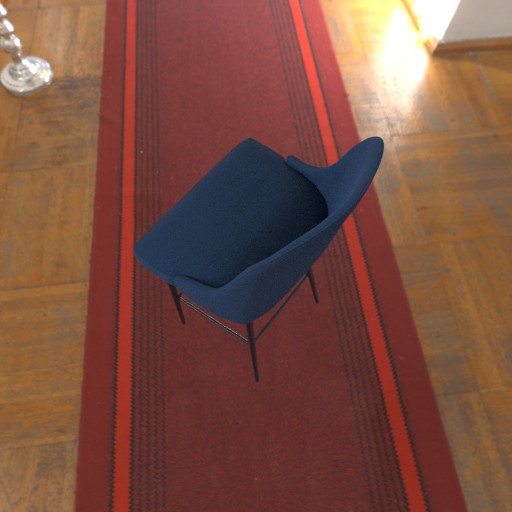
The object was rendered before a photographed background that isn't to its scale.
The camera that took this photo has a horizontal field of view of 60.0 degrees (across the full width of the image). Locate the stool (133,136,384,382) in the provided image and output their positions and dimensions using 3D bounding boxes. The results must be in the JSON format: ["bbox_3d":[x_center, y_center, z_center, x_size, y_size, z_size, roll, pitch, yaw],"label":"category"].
[{"bbox_3d":[0.000,0.000,1.369,0.489,1.079,0.527,35,68,16],"label":"stool"}]
